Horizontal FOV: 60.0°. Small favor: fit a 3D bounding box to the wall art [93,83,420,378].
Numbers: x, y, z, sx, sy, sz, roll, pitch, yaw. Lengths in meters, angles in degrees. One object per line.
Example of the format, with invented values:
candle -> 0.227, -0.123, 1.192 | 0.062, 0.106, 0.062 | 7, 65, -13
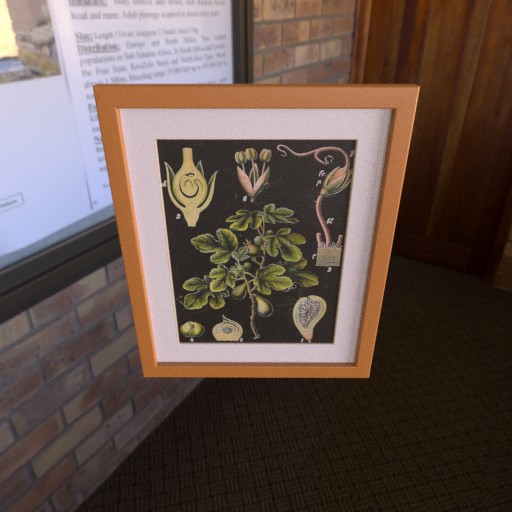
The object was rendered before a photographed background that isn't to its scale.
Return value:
wall art -> 0.000, 0.000, 0.519 | 0.310, 0.379, 0.015 | 0, 30, 0
